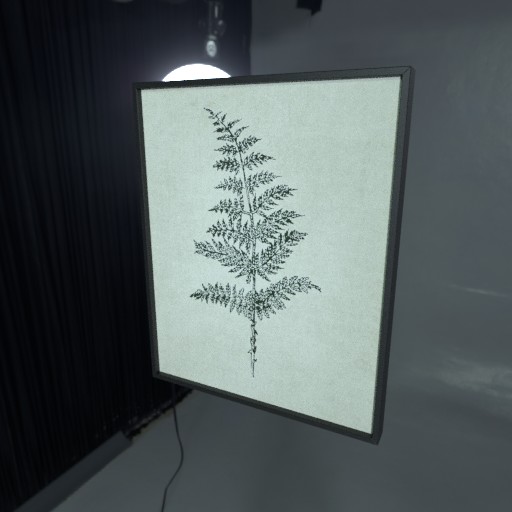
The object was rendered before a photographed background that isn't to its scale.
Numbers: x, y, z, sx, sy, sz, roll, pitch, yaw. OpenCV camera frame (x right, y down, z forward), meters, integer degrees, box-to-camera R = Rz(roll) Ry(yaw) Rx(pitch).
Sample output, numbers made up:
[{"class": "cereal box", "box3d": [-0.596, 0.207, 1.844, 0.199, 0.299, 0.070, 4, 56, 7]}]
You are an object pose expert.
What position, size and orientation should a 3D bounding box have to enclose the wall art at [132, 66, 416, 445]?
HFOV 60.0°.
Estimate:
[{"class": "wall art", "box3d": [0.000, 0.000, 0.737, 0.449, 0.555, 0.039, 8, 18, 26]}]
